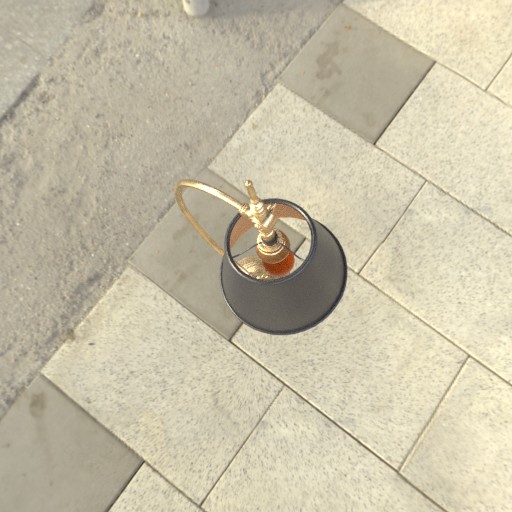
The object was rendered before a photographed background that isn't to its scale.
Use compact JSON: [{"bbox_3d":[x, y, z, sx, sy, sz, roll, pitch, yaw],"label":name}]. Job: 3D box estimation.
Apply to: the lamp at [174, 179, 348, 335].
[{"bbox_3d":[0.000,0.000,0.834,0.344,0.675,0.235,34,79,8],"label":"lamp"}]
